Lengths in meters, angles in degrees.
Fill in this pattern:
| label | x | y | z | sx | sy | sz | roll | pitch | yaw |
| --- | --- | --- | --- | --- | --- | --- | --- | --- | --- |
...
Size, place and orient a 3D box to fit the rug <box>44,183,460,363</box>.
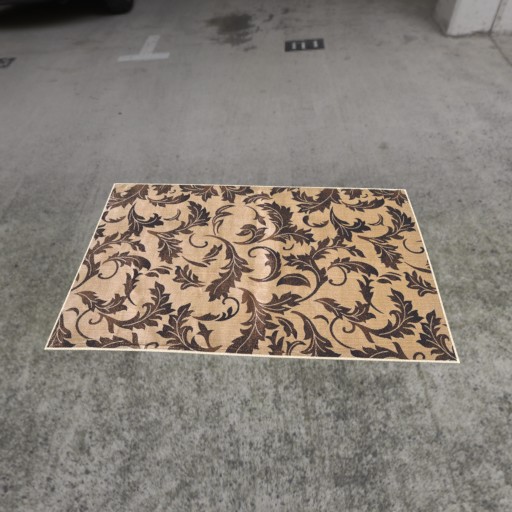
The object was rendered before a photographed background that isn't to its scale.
| label | x | y | z | sx | sy | sz | roll | pitch | yaw |
| --- | --- | --- | --- | --- | --- | --- | --- | --- | --- |
| rug | 0.000 | 0.000 | 2.939 | 2.284 | 0.008 | 1.522 | 1 | 46 | 1 |
